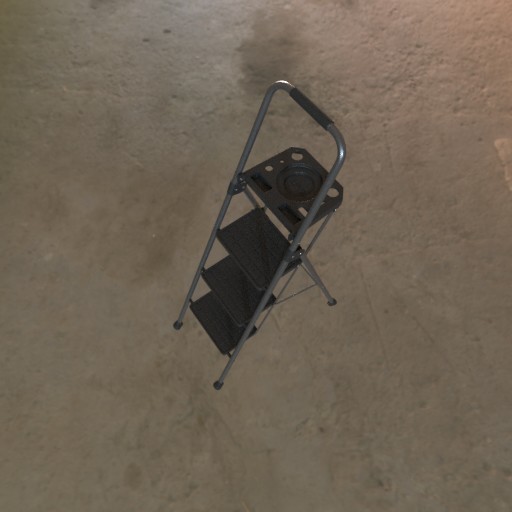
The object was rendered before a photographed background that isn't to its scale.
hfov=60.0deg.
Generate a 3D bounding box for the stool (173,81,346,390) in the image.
[{"bbox_3d":[0.000,0.000,1.627,0.733,1.277,0.396,-33,68,-15],"label":"stool"}]
